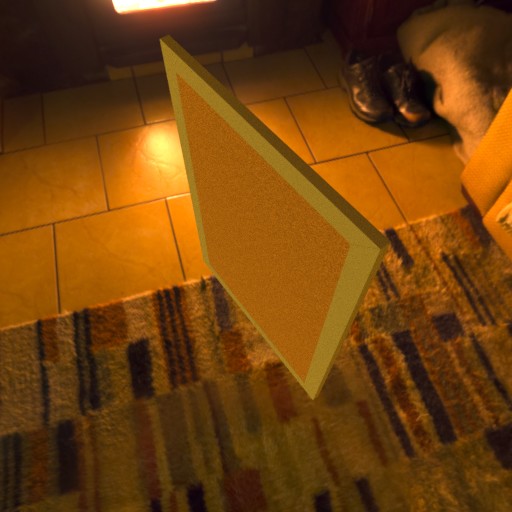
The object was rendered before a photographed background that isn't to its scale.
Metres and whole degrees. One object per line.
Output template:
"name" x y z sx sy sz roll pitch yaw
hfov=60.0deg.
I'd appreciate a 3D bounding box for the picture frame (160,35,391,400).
"picture frame" 0.000 0.000 0.595 0.011 0.459 0.326 -32 64 -18
